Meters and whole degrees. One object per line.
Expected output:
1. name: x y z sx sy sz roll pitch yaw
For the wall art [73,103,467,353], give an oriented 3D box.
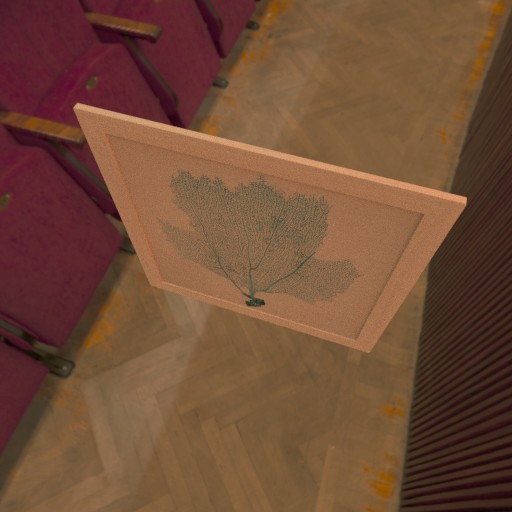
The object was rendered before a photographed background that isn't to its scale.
1. wall art: 0.000 0.000 0.879 0.584 0.584 0.013 16 60 9
